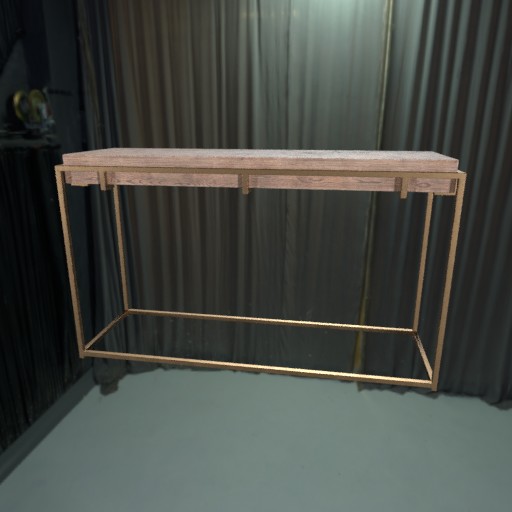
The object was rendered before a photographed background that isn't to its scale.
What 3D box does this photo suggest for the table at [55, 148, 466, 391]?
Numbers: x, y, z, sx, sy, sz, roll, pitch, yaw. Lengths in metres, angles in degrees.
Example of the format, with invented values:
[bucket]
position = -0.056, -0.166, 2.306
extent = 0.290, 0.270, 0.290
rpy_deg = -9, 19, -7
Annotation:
[table]
position = 0.000, 0.000, 1.805
extent = 1.400, 0.820, 0.440
rpy_deg = 3, 17, 9
